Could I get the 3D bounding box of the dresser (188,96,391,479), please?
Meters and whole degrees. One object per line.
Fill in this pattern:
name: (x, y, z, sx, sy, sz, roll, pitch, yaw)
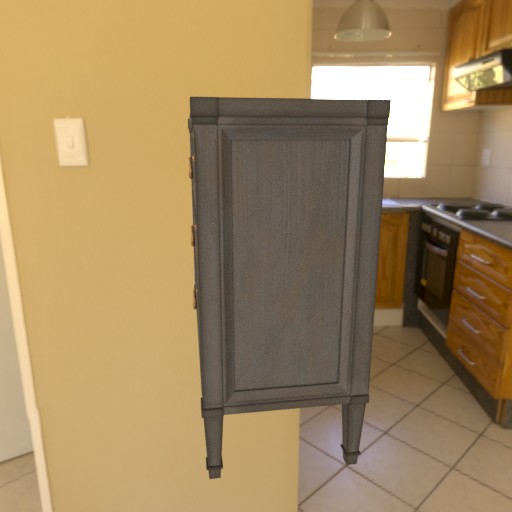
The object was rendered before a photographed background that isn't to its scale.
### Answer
dresser: (0.000, 0.000, 1.600, 0.463, 0.986, 1.049, -2, 15, -8)
